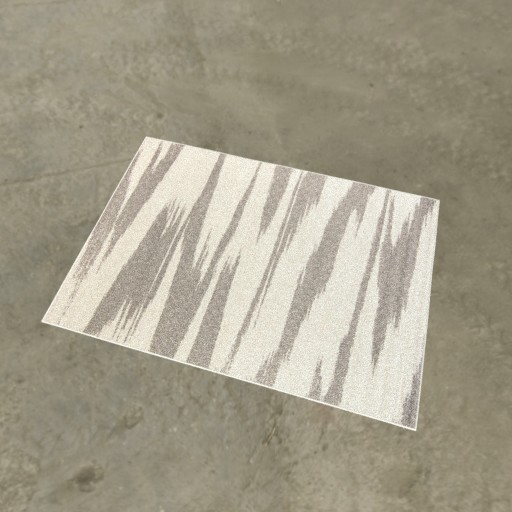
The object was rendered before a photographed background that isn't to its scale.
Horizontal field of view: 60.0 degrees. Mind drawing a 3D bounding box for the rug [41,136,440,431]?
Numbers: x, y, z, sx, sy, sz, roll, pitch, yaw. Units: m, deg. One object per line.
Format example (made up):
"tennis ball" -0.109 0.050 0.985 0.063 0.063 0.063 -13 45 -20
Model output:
"rug" 0.000 0.000 2.772 2.142 0.010 1.533 14 61 8
